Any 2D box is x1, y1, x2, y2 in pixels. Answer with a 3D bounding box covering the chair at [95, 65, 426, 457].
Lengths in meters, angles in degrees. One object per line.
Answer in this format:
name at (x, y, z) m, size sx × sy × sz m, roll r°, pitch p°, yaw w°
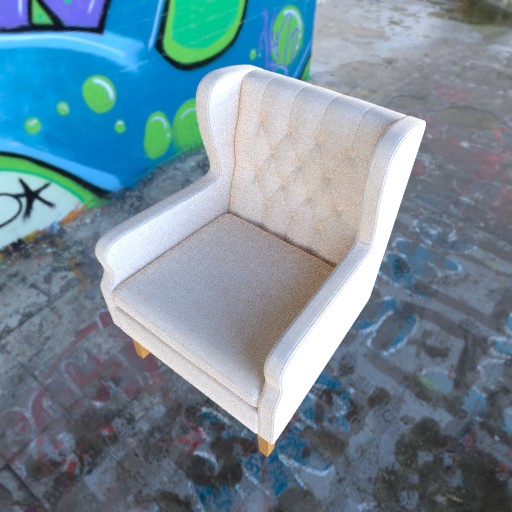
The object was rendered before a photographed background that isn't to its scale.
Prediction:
chair at (0.000, 0.000, 1.456) m, size 0.710 × 0.930 × 0.760 m, roll 29°, pitch 52°, yaw 26°
